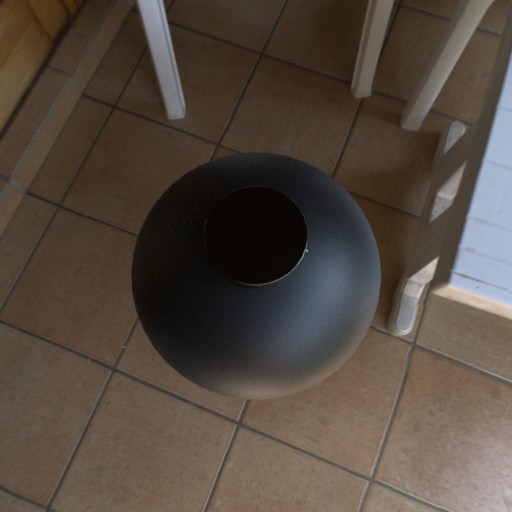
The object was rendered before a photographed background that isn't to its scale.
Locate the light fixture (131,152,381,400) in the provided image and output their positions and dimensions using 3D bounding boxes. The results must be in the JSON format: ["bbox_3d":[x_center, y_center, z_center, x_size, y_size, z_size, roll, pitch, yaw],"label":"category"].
[{"bbox_3d":[0.000,0.000,0.562,0.355,0.177,0.355,0,74,0],"label":"light fixture"}]
